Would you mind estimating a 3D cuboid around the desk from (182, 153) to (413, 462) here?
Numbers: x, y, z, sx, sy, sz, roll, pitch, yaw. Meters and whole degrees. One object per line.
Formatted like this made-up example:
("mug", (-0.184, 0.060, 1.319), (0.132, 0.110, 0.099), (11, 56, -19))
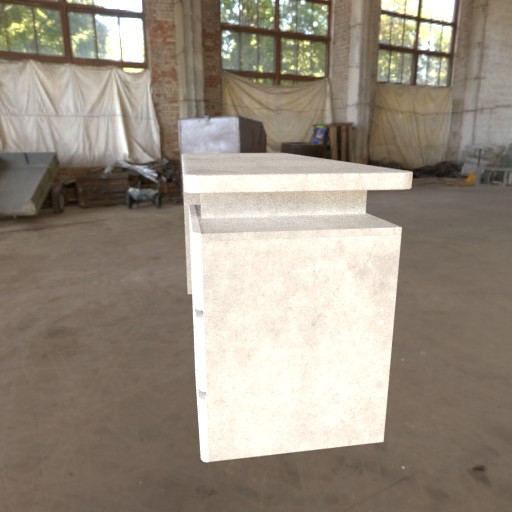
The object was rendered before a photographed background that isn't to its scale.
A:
("desk", (0.000, 0.000, 1.767), (0.550, 0.755, 1.400), (-2, 15, -9))
